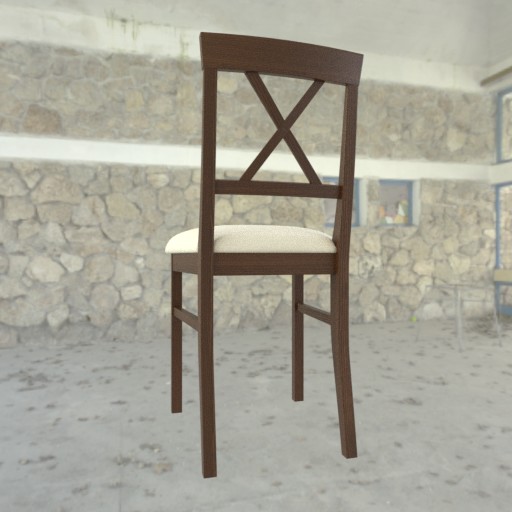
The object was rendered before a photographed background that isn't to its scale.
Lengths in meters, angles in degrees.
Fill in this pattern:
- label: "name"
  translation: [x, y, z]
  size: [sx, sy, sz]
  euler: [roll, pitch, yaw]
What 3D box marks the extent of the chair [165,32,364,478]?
- label: "chair"
  translation: [0.000, 0.000, 1.163]
  size: [0.440, 0.913, 0.480]
  euler: [0, 0, -16]
